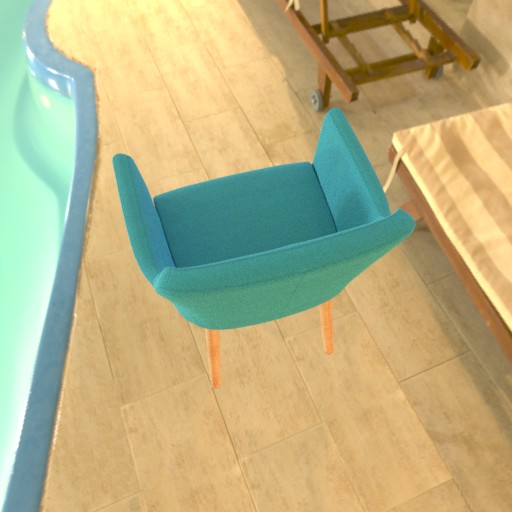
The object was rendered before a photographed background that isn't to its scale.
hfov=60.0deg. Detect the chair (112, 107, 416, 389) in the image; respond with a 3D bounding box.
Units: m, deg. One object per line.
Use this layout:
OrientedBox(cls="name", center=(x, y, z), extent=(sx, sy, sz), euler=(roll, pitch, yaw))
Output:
OrientedBox(cls="chair", center=(0.000, 0.000, 1.162), extent=(0.570, 0.780, 0.540), euler=(-14, 60, -8))
